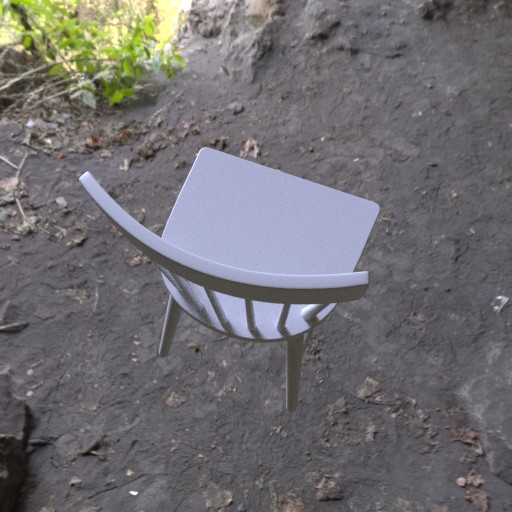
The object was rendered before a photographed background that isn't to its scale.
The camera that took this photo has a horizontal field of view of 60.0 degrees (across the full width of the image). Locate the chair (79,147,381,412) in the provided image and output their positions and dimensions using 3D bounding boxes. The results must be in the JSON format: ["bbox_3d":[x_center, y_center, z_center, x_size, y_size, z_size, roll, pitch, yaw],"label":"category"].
[{"bbox_3d":[0.000,0.000,1.070,0.483,0.787,0.500,20,66,10],"label":"chair"}]
